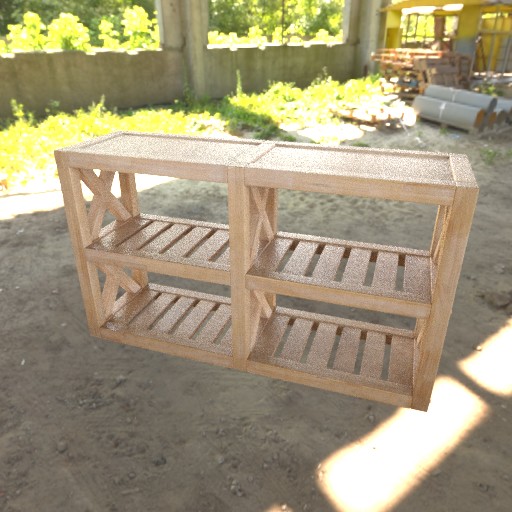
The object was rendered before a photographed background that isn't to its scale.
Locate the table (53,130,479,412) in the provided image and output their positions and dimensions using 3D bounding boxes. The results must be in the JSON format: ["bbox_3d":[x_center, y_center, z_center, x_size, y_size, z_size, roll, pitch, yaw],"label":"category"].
[{"bbox_3d":[0.000,0.000,1.626,1.320,0.762,0.381,8,28,17],"label":"table"}]
